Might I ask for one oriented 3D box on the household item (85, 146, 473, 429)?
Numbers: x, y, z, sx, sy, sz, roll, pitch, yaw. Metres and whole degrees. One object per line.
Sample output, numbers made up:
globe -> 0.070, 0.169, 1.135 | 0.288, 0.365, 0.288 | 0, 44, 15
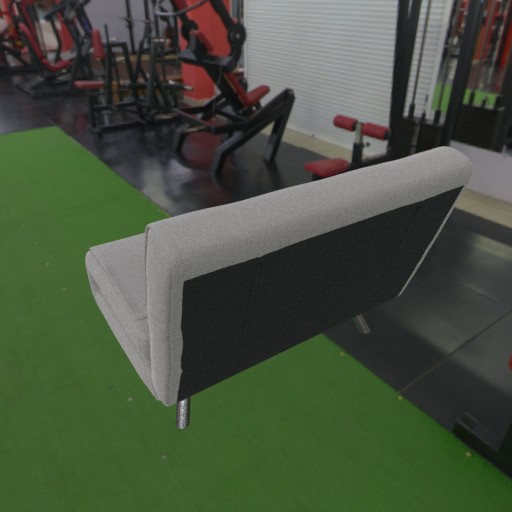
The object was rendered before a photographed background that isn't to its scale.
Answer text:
household item -> 0.000, 0.000, 1.567 | 1.000, 0.800, 0.874 | -19, 36, -28
